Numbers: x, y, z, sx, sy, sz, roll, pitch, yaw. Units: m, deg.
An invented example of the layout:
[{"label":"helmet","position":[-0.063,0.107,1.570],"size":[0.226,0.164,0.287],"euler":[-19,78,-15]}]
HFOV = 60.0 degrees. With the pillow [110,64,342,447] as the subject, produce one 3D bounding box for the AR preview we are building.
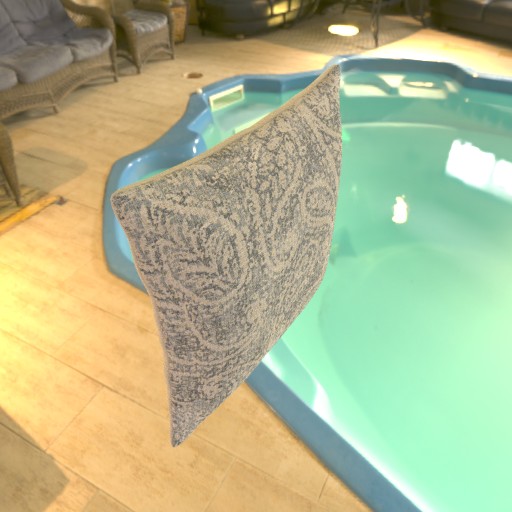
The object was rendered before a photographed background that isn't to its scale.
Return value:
[{"label":"pillow","position":[0.000,0.000,0.771],"size":[0.166,0.510,0.523],"euler":[24,46,26]}]
